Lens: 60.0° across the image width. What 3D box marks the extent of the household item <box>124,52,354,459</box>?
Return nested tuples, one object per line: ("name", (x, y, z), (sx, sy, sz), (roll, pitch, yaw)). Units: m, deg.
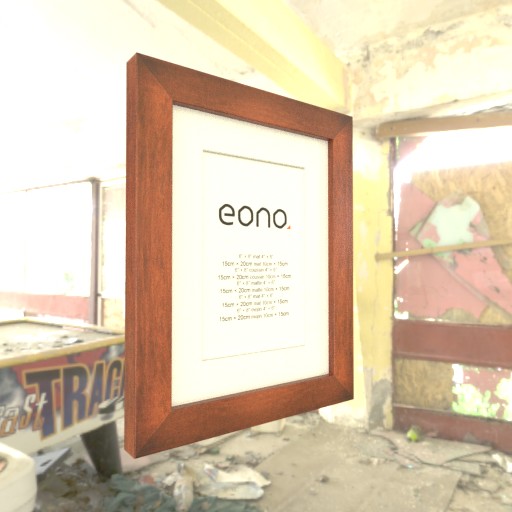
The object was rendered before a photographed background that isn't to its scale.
("household item", (0.000, 0.000, 0.340), (0.200, 0.250, 0.020), (1, -1, -37))
